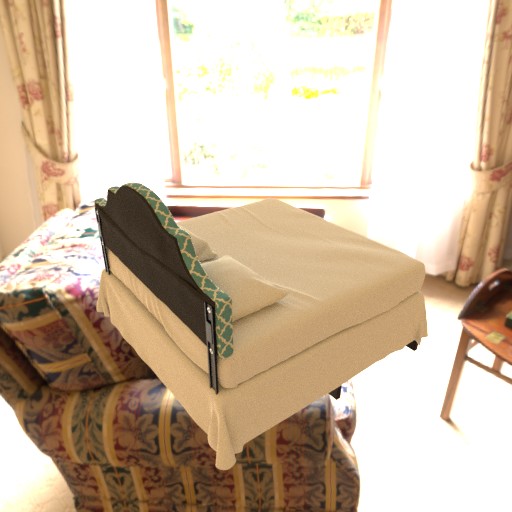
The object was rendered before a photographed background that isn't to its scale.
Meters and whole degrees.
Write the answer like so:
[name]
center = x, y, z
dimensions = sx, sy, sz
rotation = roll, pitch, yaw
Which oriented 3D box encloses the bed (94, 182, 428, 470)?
[bed]
center = 0.000, 0.000, 3.743
dimensions = 2.222, 1.601, 2.314
rotation = -19, 33, -32
